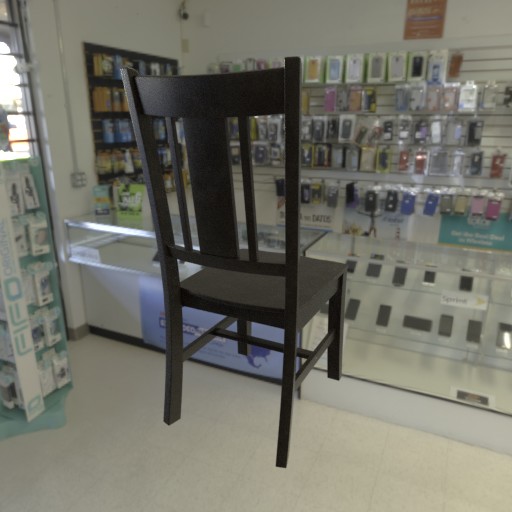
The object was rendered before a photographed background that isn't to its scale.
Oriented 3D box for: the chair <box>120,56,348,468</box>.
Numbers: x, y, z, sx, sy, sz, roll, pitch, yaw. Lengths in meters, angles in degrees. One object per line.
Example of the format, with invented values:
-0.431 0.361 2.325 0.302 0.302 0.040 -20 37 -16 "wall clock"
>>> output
0.000 0.000 1.299 0.450 0.998 0.555 9 20 26 "chair"
